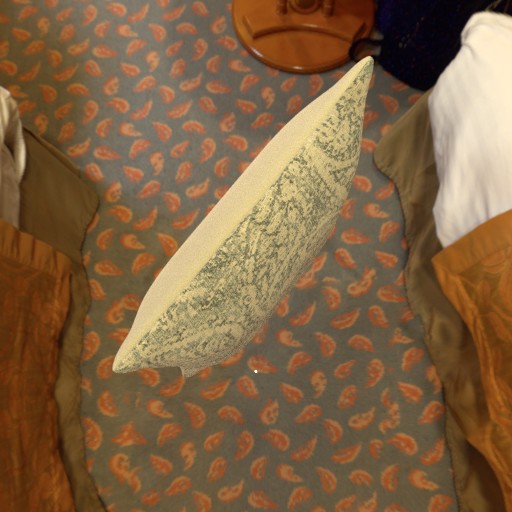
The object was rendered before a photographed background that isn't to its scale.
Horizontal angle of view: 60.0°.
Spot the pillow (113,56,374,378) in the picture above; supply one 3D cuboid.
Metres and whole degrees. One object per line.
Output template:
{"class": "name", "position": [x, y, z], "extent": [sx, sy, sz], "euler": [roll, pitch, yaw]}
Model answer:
{"class": "pillow", "position": [0.000, 0.000, 0.786], "extent": [0.166, 0.510, 0.523], "euler": [37, 78, 9]}
